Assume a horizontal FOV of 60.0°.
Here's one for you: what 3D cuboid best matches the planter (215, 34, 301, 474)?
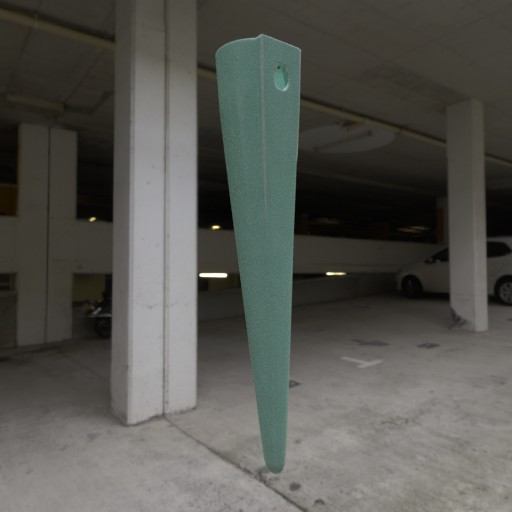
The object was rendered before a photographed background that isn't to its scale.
[{"bbox_3d":[0.000,0.000,0.294,0.054,0.268,0.055,1,-2,-36],"label":"planter"}]
